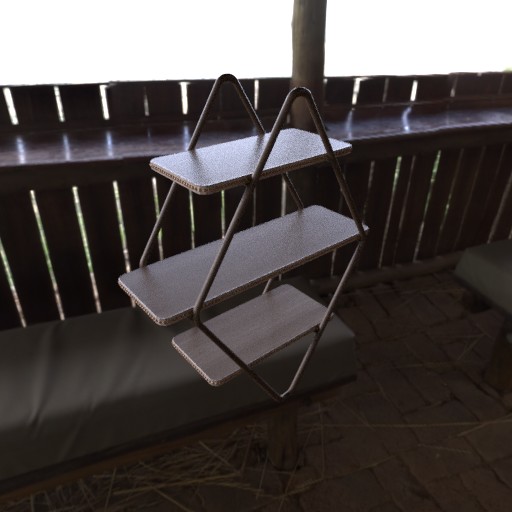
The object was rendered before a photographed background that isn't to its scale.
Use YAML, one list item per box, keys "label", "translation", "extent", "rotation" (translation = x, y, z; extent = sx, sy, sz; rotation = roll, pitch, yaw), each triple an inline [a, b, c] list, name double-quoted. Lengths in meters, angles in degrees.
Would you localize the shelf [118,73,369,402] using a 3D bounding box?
- label: "shelf"
  translation: [0.000, 0.000, 1.038]
  extent: [0.609, 0.774, 0.234]
  rotation: [-22, 37, -33]
